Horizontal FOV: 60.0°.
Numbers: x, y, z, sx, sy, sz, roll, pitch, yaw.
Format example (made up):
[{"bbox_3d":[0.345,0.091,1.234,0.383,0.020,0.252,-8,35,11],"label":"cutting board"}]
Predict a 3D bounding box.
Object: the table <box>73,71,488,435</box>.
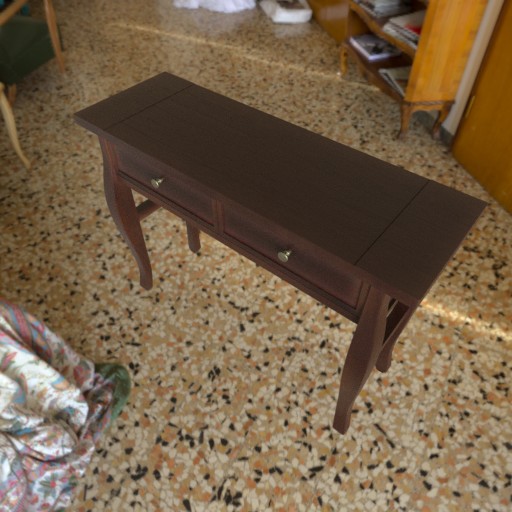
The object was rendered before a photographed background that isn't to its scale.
[{"bbox_3d":[0.000,0.000,1.413,1.062,0.768,0.373,31,54,26],"label":"table"}]
